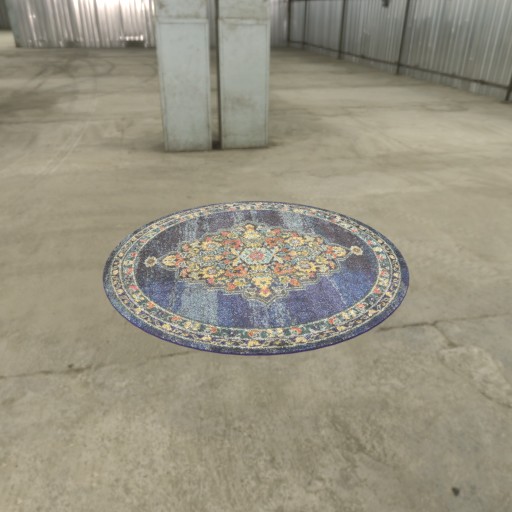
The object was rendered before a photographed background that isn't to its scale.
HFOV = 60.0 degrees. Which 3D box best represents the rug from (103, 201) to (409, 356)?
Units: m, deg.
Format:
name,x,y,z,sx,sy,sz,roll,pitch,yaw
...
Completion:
name,x,y,z,sx,sy,sz,roll,pitch,yaw
rug,0.000,0.000,3.603,2.386,0.014,2.386,0,29,0
